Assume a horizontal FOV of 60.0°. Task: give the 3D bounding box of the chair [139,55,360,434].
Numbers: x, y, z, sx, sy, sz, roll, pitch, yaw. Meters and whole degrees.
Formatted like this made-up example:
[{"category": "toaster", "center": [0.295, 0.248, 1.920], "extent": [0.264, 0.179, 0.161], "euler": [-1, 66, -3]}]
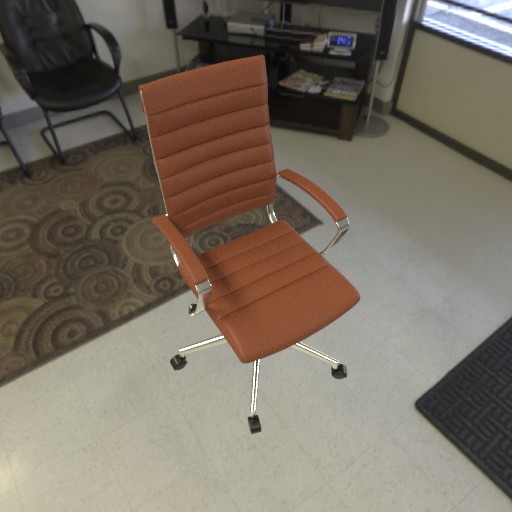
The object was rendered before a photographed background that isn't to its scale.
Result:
[{"category": "chair", "center": [0.000, 0.000, 1.626], "extent": [0.766, 1.149, 0.739], "euler": [-24, 51, -21]}]
